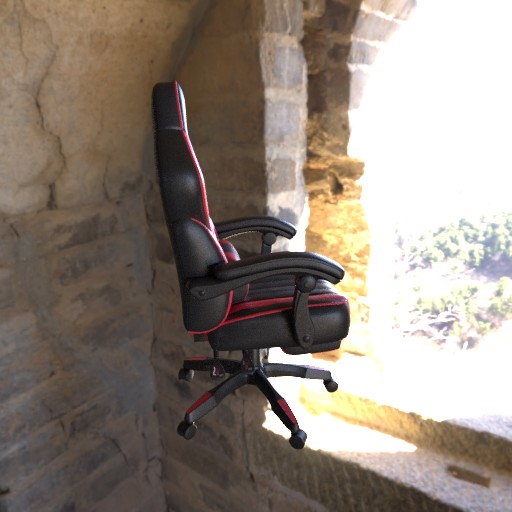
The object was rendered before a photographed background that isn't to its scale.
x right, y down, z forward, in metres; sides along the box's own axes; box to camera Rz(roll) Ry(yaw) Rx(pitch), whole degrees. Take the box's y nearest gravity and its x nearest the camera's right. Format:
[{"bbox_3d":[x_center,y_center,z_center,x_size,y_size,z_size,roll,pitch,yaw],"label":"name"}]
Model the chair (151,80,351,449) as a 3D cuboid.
[{"bbox_3d":[0.000,0.000,1.679,0.700,1.220,0.700,-3,16,-9],"label":"chair"}]
